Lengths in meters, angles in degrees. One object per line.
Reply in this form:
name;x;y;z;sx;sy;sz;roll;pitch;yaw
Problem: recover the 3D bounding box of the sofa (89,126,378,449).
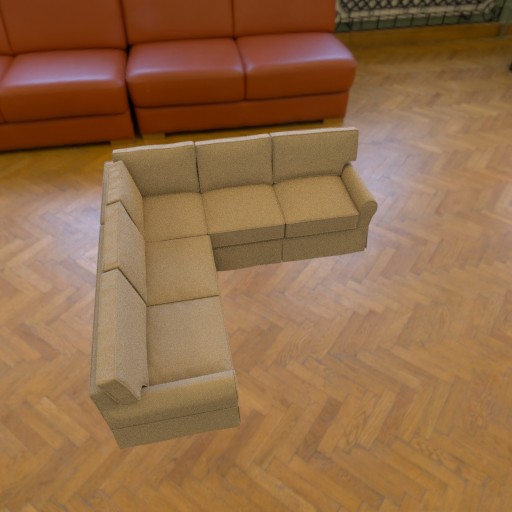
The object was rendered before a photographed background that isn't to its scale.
sofa;0.000;0.000;4.165;2.733;1.124;2.730;-8;47;-8
